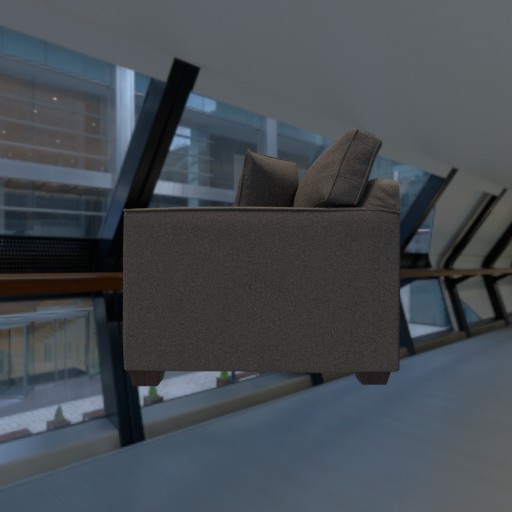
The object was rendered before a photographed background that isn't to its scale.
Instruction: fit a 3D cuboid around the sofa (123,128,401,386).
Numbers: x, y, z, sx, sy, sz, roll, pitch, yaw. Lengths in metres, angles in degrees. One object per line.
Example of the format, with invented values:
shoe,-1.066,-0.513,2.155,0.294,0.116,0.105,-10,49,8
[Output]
sofa,0.000,0.000,2.554,1.034,0.946,1.963,0,0,-1
